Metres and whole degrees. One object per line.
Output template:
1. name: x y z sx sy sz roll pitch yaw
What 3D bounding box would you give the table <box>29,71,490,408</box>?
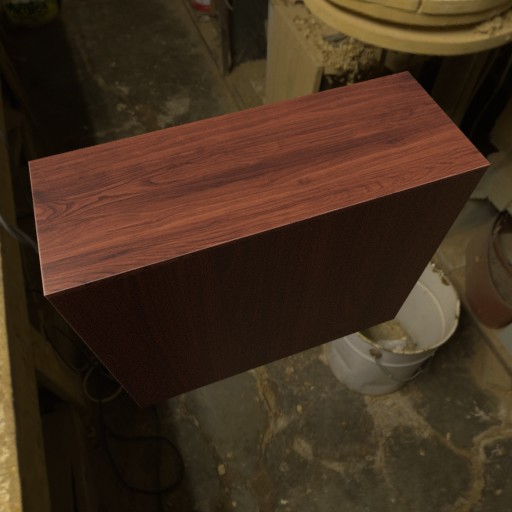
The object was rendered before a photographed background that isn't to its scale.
1. table: 0.000 0.000 1.291 0.930 0.790 0.380 -17 59 -11
